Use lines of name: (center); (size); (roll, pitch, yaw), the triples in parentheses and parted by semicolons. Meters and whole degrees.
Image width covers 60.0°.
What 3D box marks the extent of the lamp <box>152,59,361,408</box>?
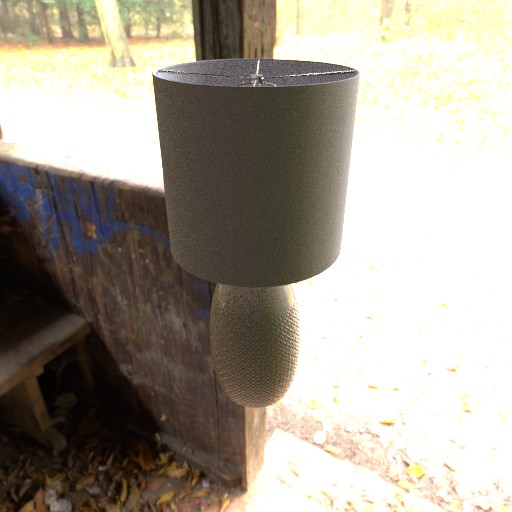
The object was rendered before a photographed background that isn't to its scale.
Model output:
lamp: (0.000, 0.000, 0.581); (0.217, 0.453, 0.217); (1, 30, 1)
